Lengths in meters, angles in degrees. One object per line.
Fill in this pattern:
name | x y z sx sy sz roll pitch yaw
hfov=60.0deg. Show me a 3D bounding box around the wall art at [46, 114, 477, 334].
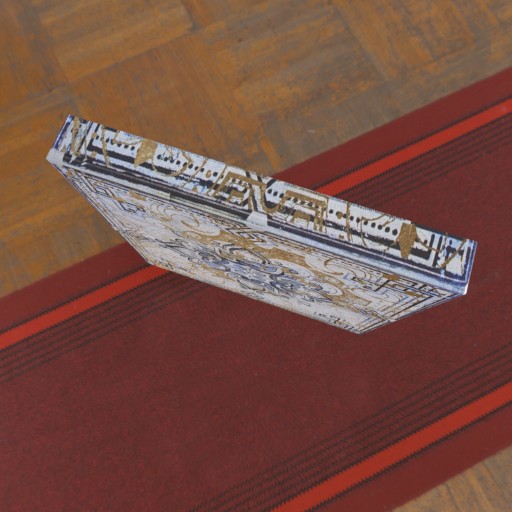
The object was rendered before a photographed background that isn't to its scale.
wall art | 0.000 0.000 0.453 0.302 0.306 0.038 18 76 5
